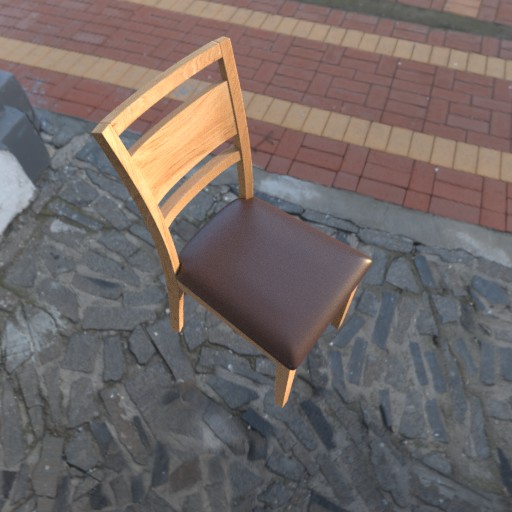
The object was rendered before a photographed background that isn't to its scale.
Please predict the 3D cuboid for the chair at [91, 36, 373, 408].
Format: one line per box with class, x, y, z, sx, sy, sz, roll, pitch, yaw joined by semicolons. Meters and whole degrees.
chair;0.000;0.000;1.251;0.545;0.940;0.420;33;63;19
